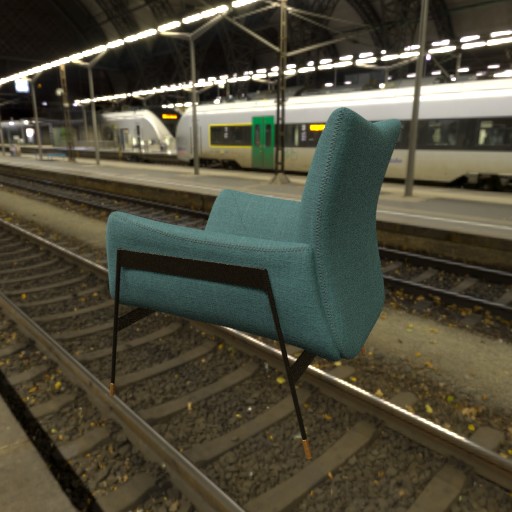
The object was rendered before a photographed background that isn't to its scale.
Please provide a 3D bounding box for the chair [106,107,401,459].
[{"bbox_3d":[0.000,0.000,1.432,0.769,0.859,0.678,7,17,25],"label":"chair"}]
